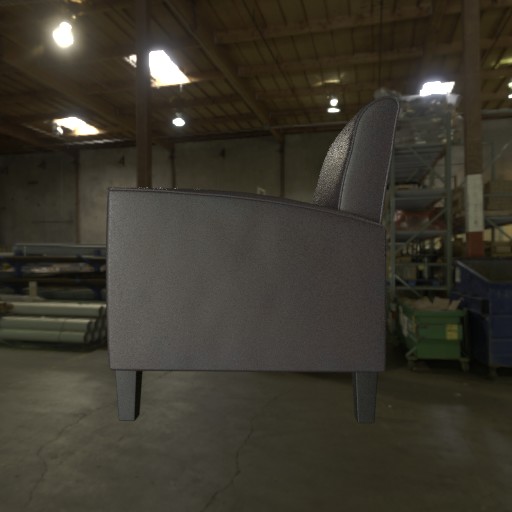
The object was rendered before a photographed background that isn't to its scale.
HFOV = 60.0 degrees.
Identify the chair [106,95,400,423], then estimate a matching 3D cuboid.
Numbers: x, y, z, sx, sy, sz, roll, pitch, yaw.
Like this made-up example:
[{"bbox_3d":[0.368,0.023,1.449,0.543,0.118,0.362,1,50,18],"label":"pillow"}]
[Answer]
[{"bbox_3d":[0.000,0.000,1.597,0.819,0.916,0.820,0,0,2],"label":"chair"}]
